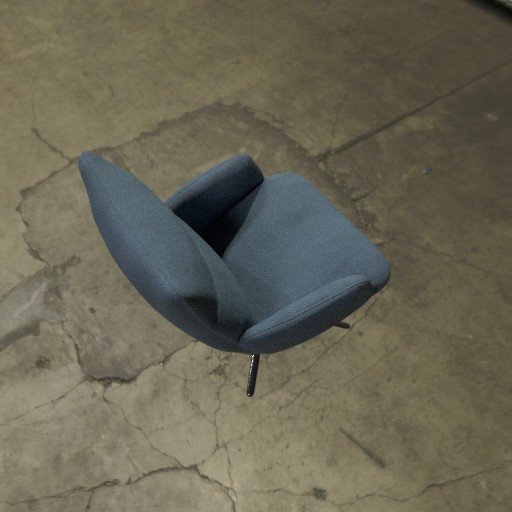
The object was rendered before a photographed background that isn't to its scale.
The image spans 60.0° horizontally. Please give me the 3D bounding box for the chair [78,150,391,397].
[{"bbox_3d":[0.000,0.000,1.584,0.889,1.016,0.711,-30,62,-18],"label":"chair"}]
